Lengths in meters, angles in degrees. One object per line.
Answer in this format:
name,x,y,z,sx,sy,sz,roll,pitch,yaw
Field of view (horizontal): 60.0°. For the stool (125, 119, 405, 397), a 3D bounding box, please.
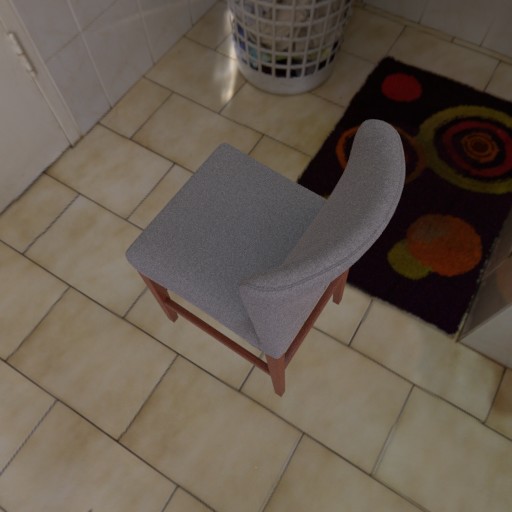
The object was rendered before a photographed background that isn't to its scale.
stool,0.000,0.000,1.280,0.568,0.968,0.481,31,68,14
